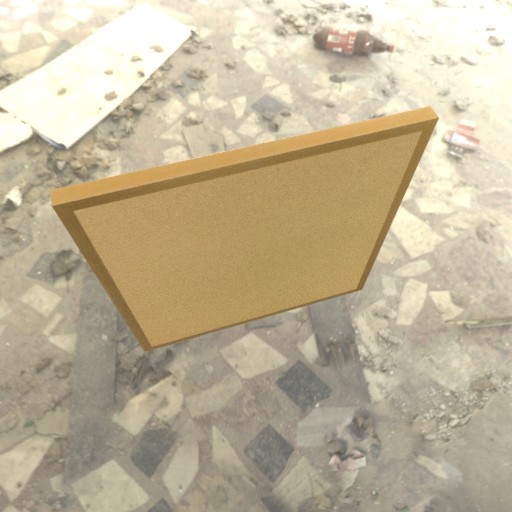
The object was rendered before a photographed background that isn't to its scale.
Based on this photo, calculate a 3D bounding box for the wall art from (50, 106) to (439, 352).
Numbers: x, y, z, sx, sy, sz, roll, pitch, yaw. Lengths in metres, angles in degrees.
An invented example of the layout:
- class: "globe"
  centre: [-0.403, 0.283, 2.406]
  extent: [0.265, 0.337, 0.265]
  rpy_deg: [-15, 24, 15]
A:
- class: "wall art"
  centre: [0.000, 0.000, 1.169]
  extent: [0.762, 0.760, 0.037]
  rpy_deg: [-15, 60, -9]
